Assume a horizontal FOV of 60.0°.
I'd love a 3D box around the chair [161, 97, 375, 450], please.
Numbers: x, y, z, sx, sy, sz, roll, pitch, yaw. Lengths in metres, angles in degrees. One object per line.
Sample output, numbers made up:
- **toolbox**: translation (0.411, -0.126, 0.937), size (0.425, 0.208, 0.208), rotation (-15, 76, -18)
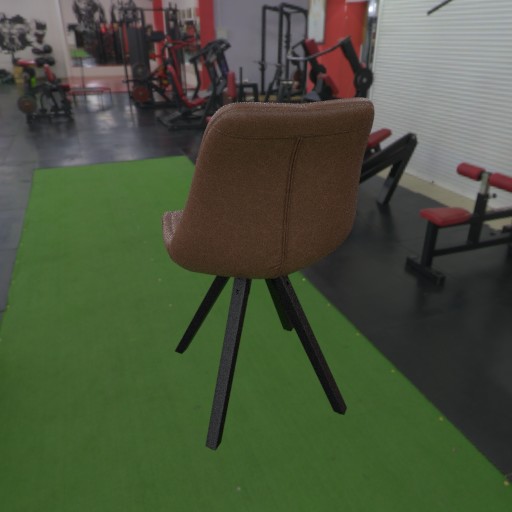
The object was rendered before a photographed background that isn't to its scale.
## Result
- **chair**: translation (0.000, 0.000, 1.186), size (0.475, 0.850, 0.550), rotation (-9, 27, -17)
